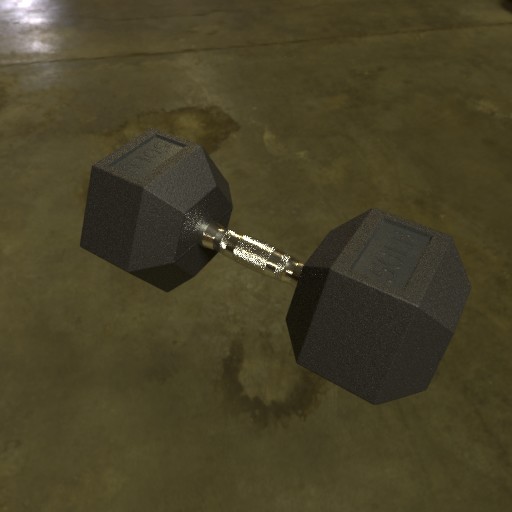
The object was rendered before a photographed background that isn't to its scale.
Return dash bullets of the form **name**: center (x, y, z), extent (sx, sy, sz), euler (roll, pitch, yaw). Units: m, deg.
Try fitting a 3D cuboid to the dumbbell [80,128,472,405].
- **dumbbell**: center (0.000, 0.000, 0.450), extent (0.384, 0.150, 0.173), euler (24, 50, 22)
